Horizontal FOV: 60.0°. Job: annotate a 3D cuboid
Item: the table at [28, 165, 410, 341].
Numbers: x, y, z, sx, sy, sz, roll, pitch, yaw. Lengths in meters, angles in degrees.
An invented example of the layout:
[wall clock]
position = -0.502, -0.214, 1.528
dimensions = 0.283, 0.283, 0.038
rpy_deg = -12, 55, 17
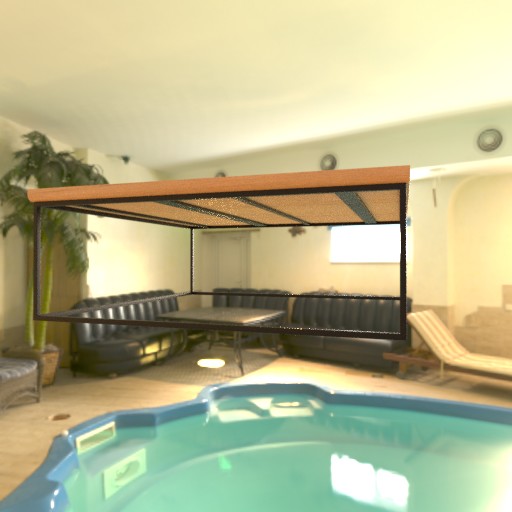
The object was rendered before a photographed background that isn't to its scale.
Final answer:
[table]
position = 0.000, 0.000, 1.695
dimensions = 1.100, 0.400, 1.100
rpy_deg = 0, 0, 18
